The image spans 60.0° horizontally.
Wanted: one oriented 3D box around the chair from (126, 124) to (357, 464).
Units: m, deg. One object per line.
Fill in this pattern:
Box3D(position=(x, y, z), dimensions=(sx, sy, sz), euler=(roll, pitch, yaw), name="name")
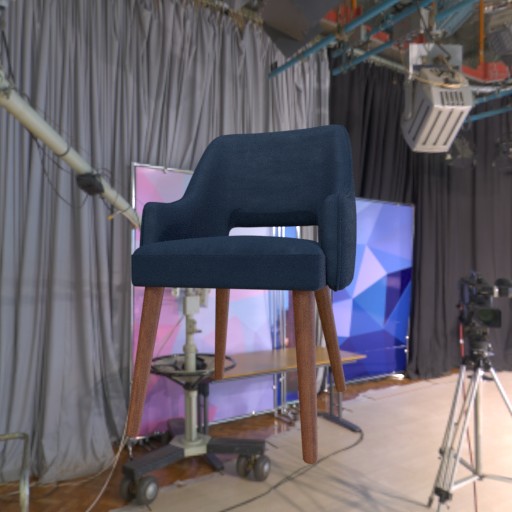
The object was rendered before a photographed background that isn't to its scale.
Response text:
Box3D(position=(0.000, 0.000, 1.244), dimensions=(0.559, 0.844, 0.591), euler=(0, 0, 19), name="chair")
